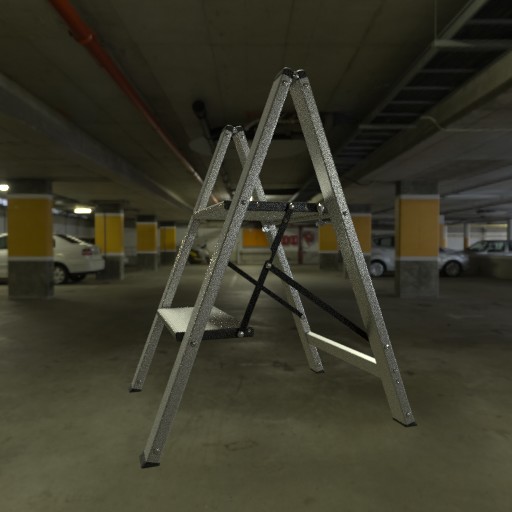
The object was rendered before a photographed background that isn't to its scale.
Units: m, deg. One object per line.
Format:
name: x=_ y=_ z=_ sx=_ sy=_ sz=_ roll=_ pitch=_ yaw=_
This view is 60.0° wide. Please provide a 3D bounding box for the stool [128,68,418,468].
stool: x=0.000 y=0.000 z=0.994 sx=0.535 sy=0.670 sz=0.440 roll=0 pitch=1 yaw=-19
